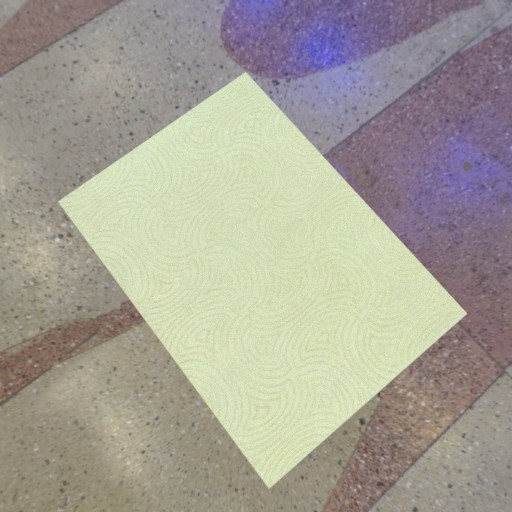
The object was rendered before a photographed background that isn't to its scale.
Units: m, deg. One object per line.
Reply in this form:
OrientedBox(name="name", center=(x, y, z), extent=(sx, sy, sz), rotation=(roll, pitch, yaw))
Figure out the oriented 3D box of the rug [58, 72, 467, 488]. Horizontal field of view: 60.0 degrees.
OrientedBox(name="rug", center=(0.000, 0.000, 2.734), extent=(1.526, 0.015, 2.132), rotation=(-38, 79, -9))
